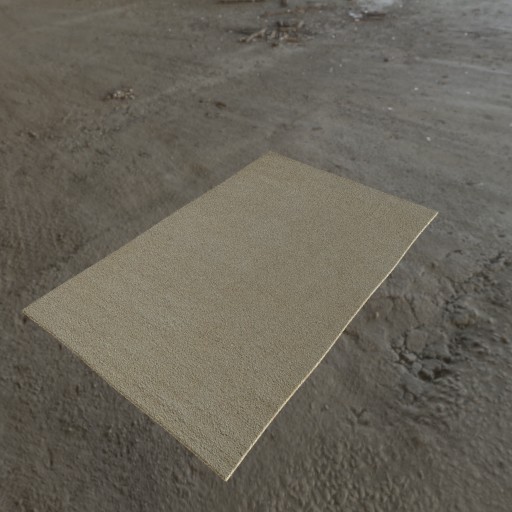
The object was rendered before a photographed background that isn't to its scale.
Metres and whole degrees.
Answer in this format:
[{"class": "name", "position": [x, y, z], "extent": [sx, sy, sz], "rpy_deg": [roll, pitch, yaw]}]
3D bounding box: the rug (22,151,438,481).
[{"class": "rug", "position": [0.000, 0.000, 2.835], "extent": [1.500, 0.025, 2.346], "rpy_deg": [27, 48, 27]}]
